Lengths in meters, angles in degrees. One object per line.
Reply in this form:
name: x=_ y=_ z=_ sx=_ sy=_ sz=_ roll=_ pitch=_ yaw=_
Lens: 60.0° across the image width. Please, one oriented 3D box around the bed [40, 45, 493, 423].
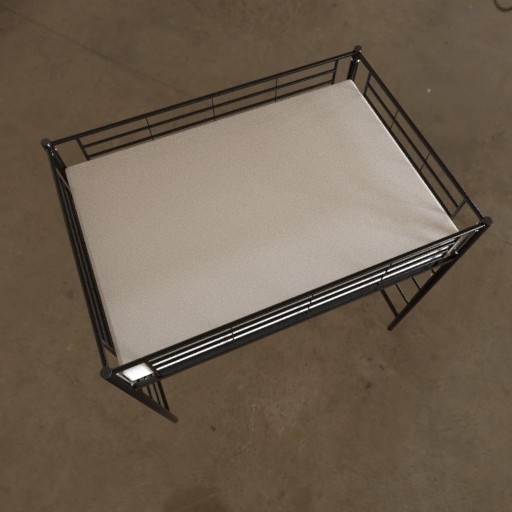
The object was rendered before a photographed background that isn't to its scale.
bed: x=0.000 y=0.000 z=3.116 sx=1.994 sy=1.803 sz=1.397 roll=-20 pitch=65 yaw=-10
